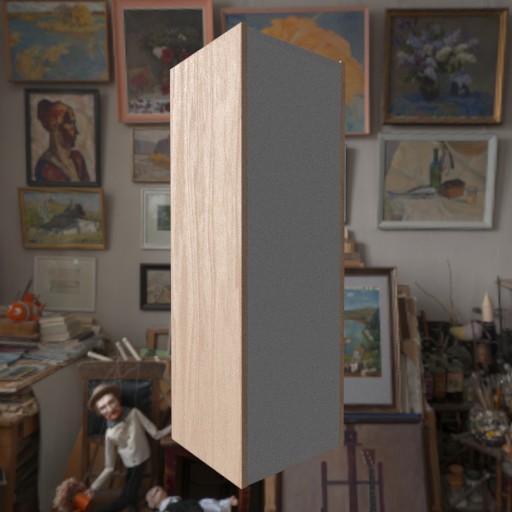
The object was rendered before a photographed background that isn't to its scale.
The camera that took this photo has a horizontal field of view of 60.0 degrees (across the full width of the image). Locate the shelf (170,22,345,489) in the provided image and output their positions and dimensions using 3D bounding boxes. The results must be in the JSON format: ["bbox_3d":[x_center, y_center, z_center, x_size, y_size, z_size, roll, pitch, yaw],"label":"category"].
[{"bbox_3d":[0.000,0.000,1.060,0.300,0.900,0.290,-1,2,-38],"label":"shelf"}]
